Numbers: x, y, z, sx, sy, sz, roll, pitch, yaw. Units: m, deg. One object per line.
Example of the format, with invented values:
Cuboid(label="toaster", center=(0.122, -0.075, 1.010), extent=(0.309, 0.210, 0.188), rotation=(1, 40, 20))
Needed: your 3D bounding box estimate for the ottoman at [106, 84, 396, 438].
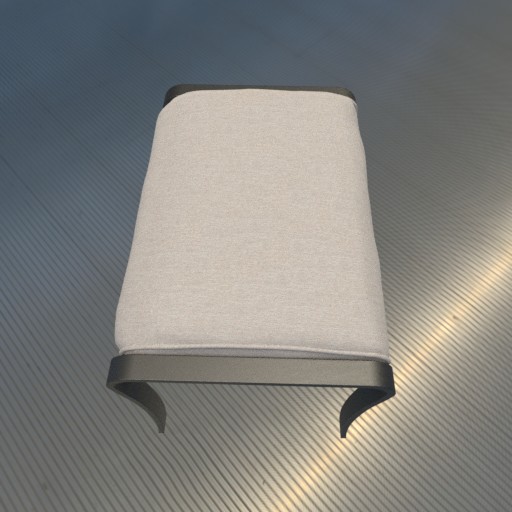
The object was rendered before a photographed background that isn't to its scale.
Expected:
Cuboid(label="ottoman", center=(0.000, 0.000, 0.894), extent=(0.406, 0.422, 0.610), rotation=(1, 58, 1))
